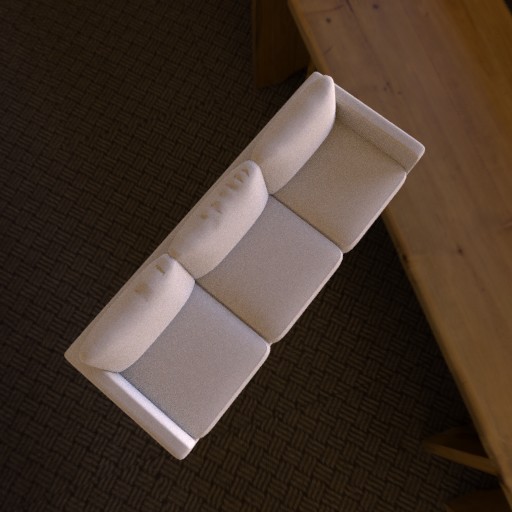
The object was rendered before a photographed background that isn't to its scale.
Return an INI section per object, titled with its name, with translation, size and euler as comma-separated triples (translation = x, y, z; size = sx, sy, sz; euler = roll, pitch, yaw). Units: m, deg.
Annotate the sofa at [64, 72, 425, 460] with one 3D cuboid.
[sofa]
translation = 0.000, 0.000, 2.691
size = 0.859, 0.874, 2.218
euler = 38, 80, 8
